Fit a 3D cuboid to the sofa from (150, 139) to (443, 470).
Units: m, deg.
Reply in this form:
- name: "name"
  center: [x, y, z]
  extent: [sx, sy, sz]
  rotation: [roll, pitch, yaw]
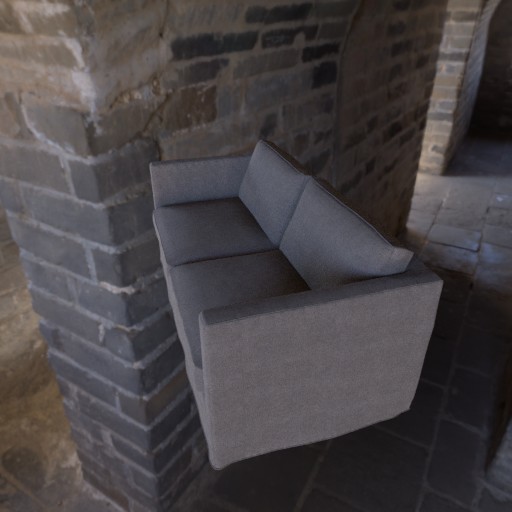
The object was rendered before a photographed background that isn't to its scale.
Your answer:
- name: "sofa"
  center: [0.000, 0.000, 2.428]
  extent: [0.974, 0.854, 1.802]
  rotation: [-9, 31, -15]
